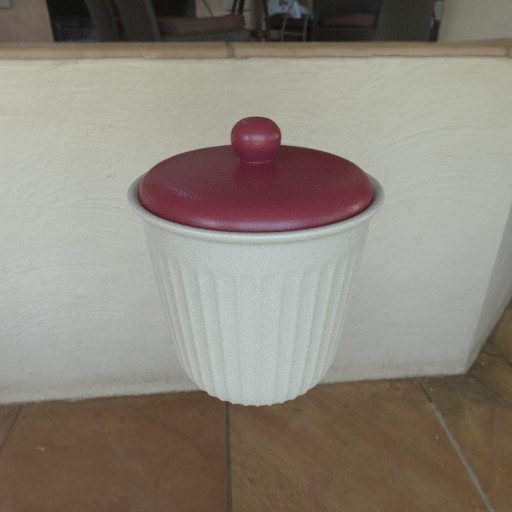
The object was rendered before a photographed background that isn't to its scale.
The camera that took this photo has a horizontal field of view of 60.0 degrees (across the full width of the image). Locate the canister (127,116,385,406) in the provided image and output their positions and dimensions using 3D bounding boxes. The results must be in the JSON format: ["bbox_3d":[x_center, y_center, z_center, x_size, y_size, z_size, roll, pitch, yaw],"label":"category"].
[{"bbox_3d":[0.000,0.000,0.347,0.181,0.211,0.181,0,27,0],"label":"canister"}]
